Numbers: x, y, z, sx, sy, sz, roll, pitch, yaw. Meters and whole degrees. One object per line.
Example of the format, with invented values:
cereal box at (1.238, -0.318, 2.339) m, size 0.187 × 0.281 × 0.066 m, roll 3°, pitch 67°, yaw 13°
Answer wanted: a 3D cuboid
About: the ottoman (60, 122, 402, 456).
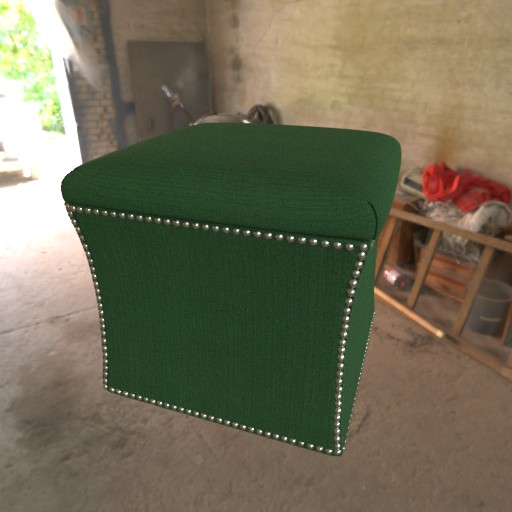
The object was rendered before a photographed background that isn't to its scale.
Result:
ottoman at (0.000, 0.000, 0.899) m, size 0.507 × 0.475 × 0.497 m, roll 9°, pitch 27°, yaw 18°
